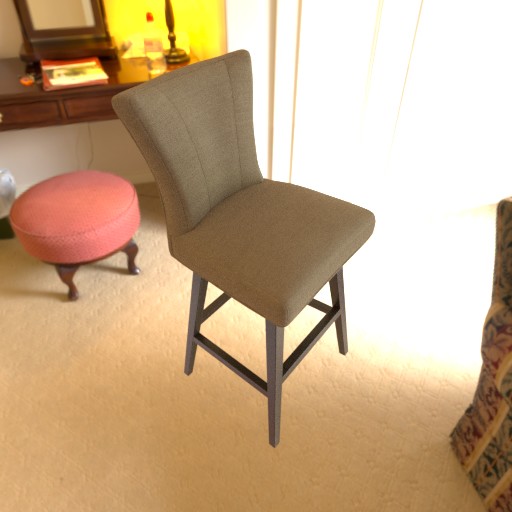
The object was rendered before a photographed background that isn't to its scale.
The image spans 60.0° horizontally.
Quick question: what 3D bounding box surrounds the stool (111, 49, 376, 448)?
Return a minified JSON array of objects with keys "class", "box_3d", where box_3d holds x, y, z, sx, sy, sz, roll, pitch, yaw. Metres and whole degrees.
[{"class":"stool","box_3d":[0.000,0.000,1.439,0.574,1.086,0.514,27,47,28]}]
